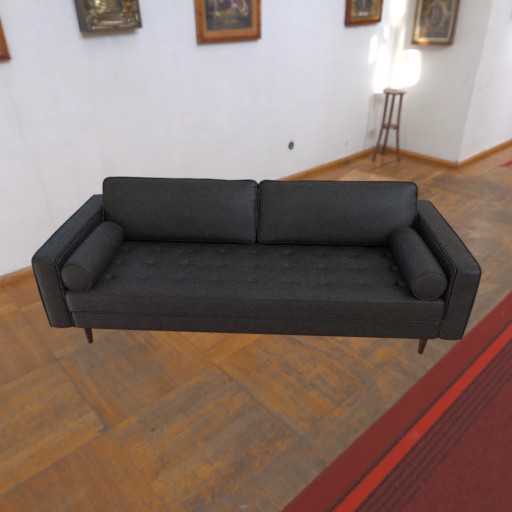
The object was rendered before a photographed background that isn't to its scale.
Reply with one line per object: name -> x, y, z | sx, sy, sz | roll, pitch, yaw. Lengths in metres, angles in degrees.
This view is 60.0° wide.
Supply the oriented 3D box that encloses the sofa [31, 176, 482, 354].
sofa -> 0.000, 0.000, 2.581 | 2.210, 0.762, 0.914 | 1, 29, 2
